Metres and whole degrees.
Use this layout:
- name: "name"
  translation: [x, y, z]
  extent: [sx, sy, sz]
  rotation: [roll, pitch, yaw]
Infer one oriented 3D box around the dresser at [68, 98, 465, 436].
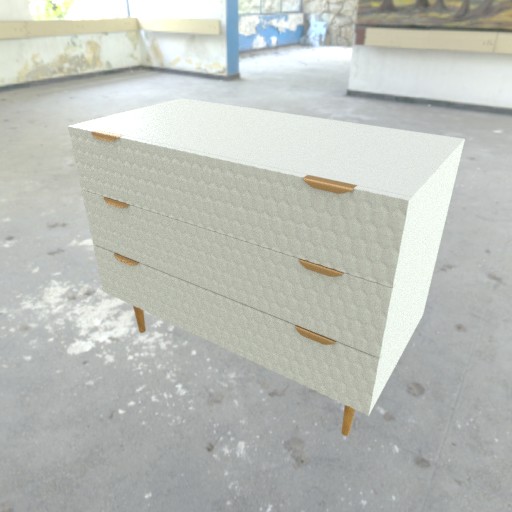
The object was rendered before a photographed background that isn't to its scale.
- name: "dresser"
  translation: [0.000, 0.000, 1.300]
  extent: [0.905, 0.721, 0.457]
  rotation: [18, 35, 28]
